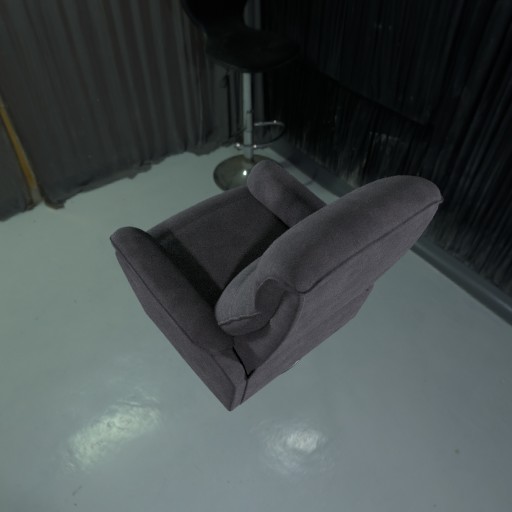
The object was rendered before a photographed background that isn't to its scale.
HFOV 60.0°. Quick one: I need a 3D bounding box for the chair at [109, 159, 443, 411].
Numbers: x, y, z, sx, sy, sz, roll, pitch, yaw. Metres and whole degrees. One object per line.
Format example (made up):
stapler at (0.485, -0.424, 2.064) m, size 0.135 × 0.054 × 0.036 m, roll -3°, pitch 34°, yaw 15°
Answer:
chair at (0.000, 0.000, 1.714) m, size 0.830 × 1.035 × 1.009 m, roll -31°, pitch 54°, yaw -26°
